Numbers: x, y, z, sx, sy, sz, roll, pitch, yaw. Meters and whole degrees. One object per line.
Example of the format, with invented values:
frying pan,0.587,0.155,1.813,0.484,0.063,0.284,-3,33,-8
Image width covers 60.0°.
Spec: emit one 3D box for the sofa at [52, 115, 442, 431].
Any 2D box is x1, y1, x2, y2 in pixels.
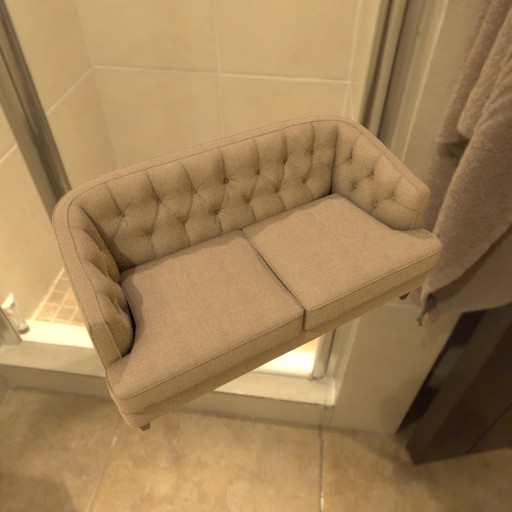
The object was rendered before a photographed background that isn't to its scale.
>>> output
sofa,0.000,0.000,2.256,1.733,0.855,0.941,-22,49,-20
